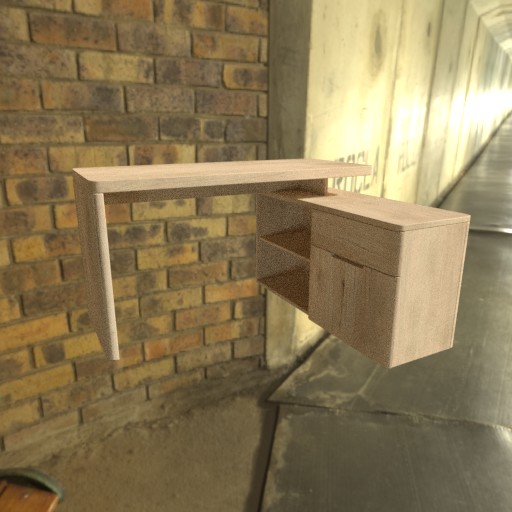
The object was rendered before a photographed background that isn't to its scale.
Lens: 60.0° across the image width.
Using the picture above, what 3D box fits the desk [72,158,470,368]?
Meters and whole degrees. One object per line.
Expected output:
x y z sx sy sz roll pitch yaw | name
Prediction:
0.000 0.000 2.063 1.400 0.770 1.175 -9 19 -27 | desk
